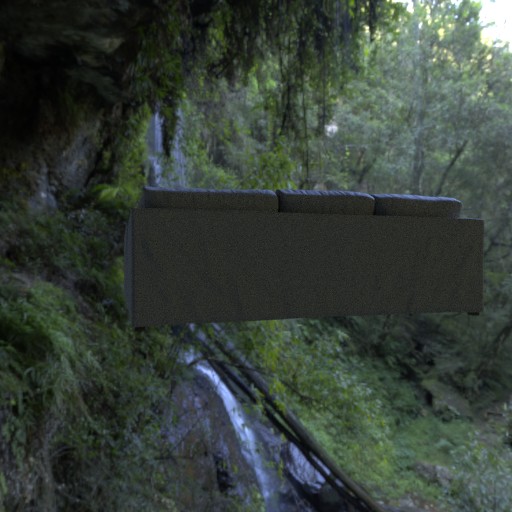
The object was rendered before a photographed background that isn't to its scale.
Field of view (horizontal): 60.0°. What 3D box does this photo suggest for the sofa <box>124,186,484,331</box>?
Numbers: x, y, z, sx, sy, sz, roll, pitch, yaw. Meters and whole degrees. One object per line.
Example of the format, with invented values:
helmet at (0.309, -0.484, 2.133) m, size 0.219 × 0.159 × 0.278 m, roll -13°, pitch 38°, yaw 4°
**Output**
sofa at (0.000, 0.000, 4.295) m, size 2.432 × 0.871 × 3.182 m, roll 0°, pitch 0°, yaw -17°
